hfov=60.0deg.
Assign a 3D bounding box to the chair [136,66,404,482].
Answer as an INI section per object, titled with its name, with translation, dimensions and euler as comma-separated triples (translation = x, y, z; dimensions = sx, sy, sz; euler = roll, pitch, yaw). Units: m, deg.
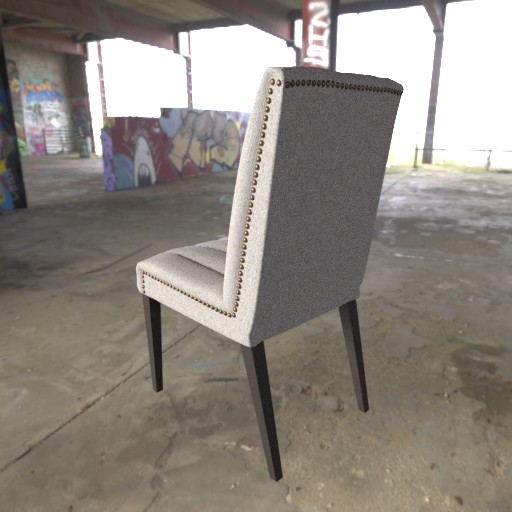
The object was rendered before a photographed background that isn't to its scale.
[chair]
translation = 0.000, 0.000, 1.368
dimensions = 0.511, 1.016, 0.647
euler = -15, 23, -42
